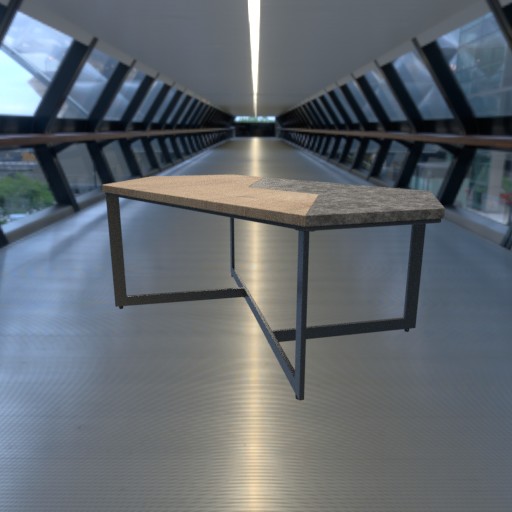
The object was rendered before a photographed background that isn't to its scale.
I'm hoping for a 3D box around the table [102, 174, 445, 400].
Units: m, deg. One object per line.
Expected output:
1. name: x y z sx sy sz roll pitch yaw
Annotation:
1. table: 0.000 0.000 1.492 1.219 0.457 0.609 14 21 42
